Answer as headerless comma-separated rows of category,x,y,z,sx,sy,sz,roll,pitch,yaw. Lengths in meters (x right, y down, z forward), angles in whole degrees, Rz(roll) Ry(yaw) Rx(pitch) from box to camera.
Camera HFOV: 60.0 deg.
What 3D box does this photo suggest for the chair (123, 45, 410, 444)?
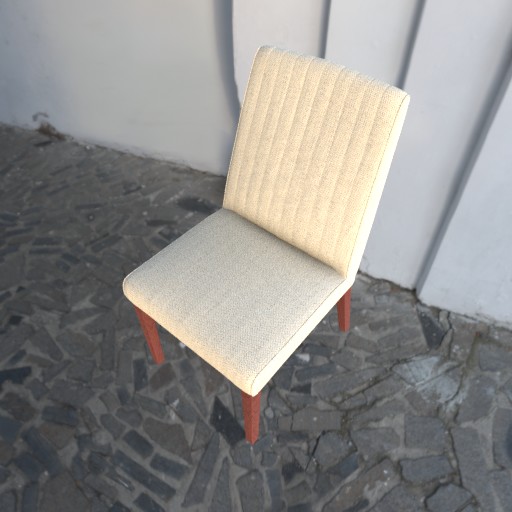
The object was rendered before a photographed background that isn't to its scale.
chair,0.000,0.000,1.236,0.480,0.900,0.594,31,54,26
